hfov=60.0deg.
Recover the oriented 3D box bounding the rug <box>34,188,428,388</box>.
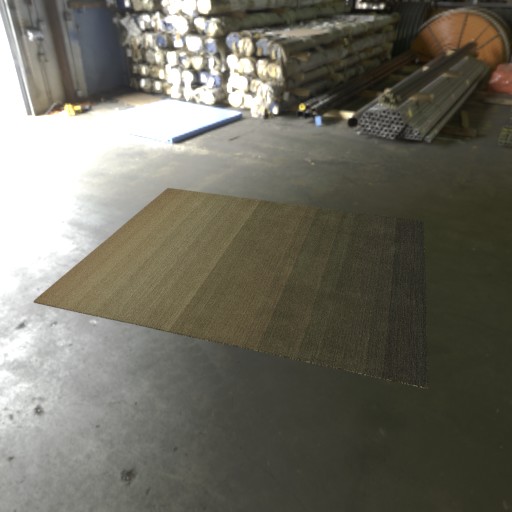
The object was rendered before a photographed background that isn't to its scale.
[{"bbox_3d":[0.000,0.000,4.022,2.932,0.015,2.315,9,33,14],"label":"rug"}]
